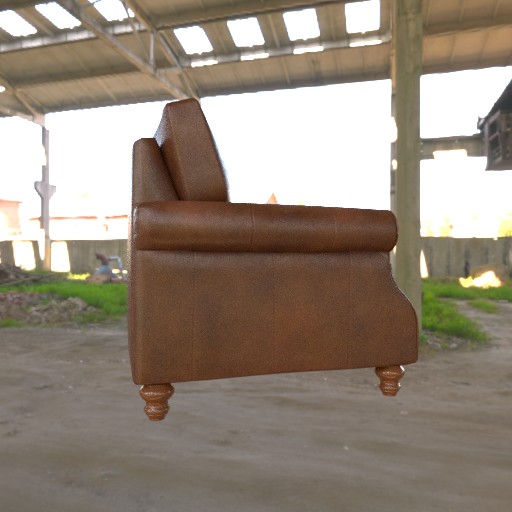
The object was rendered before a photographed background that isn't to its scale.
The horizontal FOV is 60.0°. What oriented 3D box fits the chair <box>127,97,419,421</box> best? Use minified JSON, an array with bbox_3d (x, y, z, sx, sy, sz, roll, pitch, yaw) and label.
[{"bbox_3d":[0.000,0.000,1.786,0.992,0.972,0.989,0,0,-17],"label":"chair"}]
